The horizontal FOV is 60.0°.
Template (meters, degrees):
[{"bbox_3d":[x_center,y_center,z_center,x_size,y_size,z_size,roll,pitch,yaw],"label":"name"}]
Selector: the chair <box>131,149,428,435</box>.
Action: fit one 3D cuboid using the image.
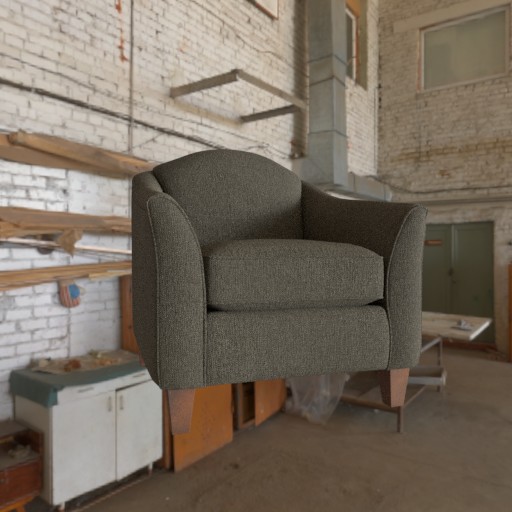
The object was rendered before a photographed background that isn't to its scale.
[{"bbox_3d":[0.000,0.000,1.454,0.763,0.839,0.787,0,0,-18],"label":"chair"}]
